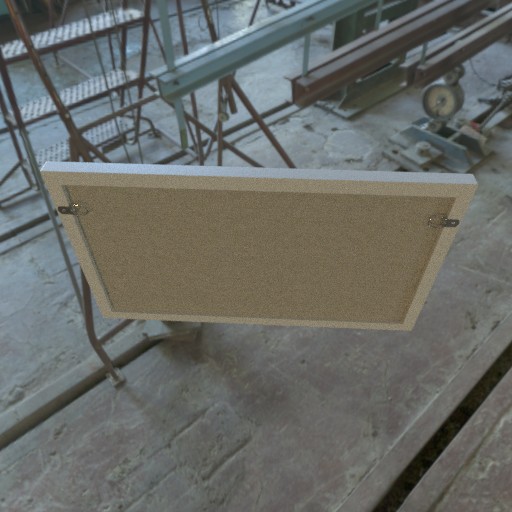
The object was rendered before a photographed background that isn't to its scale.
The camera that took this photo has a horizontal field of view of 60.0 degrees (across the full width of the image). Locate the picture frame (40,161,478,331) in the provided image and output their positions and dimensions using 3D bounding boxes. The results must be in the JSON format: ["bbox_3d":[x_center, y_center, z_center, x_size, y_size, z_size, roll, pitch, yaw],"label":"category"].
[{"bbox_3d":[0.000,0.000,0.803,0.647,0.379,0.044,2,47,2],"label":"picture frame"}]
